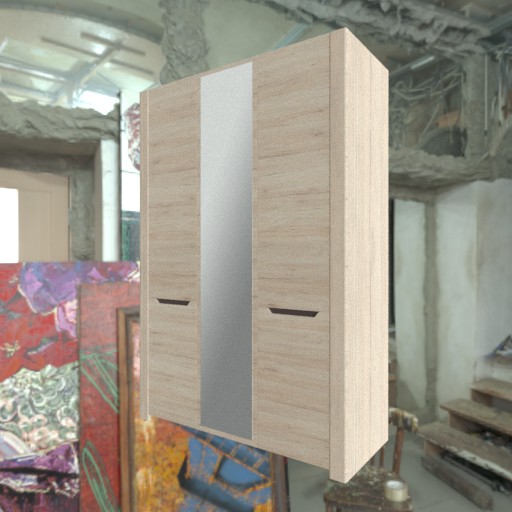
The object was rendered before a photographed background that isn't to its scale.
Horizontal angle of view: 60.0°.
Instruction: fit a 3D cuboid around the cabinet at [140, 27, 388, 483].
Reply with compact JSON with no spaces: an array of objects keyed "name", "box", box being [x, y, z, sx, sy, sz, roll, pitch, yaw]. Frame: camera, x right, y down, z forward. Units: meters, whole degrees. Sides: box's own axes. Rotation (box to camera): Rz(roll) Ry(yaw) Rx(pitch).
[{"name":"cabinet","box":[0.000,0.000,2.641,1.400,2.070,0.580,0,0,35]}]
